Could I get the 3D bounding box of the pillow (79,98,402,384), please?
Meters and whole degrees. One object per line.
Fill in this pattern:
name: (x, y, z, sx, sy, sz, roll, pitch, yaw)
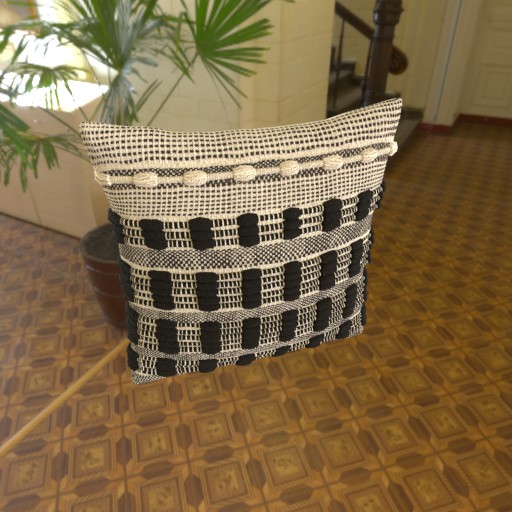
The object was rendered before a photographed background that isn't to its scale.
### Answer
pillow: (0.000, 0.000, 0.679, 0.436, 0.438, 0.156, -9, 33, -14)
